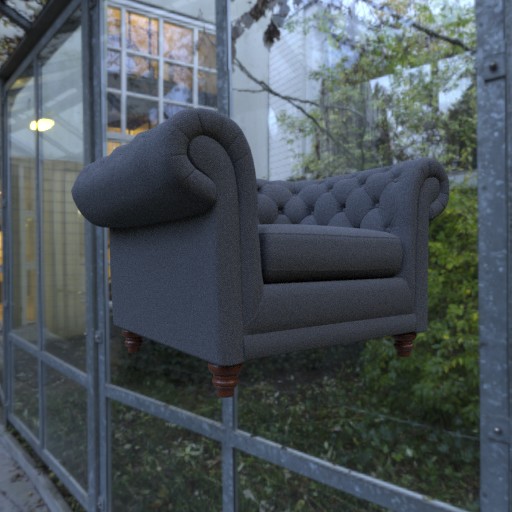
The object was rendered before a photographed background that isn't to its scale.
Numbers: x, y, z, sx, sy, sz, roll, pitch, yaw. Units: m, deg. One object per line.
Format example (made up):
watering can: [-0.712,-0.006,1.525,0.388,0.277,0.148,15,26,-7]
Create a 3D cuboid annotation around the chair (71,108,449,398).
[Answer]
chair: [0.000,0.000,1.799,1.270,0.770,0.976,0,0,-36]
